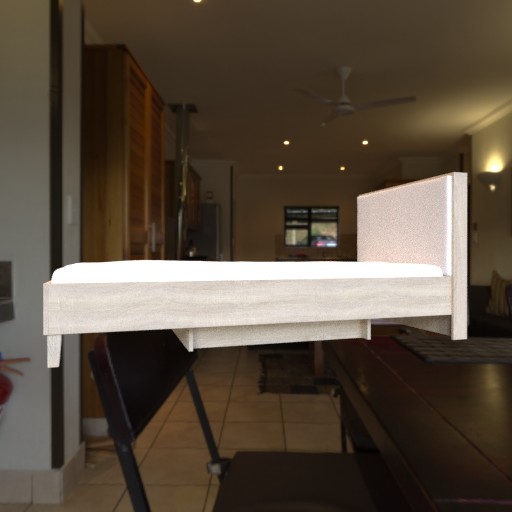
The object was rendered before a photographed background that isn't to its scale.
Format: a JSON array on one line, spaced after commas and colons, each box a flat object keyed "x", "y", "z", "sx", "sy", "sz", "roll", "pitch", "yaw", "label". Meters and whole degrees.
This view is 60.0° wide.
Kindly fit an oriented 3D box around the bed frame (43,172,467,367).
[{"x": 0.000, "y": 0.000, "z": 2.602, "sx": 2.140, "sy": 0.920, "sz": 0.990, "roll": 0, "pitch": 0, "yaw": -18, "label": "bed frame"}]
